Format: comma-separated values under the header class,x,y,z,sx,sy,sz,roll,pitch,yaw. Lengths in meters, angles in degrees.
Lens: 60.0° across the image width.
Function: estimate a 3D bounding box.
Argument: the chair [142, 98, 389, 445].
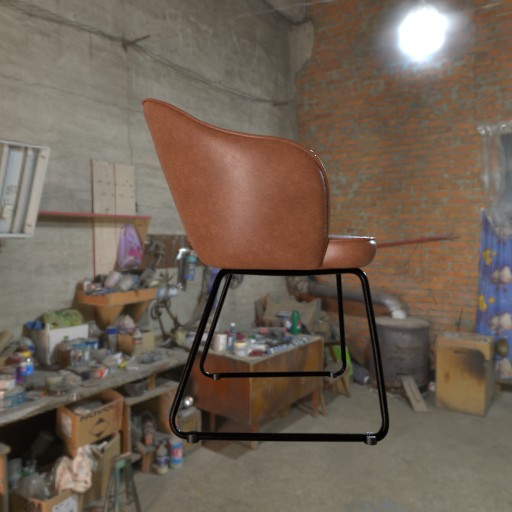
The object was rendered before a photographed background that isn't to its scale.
class,x,y,z,sx,sy,sz,roll,pitch,yaw
chair,0.000,0.000,1.181,0.580,0.785,0.582,0,1,0
